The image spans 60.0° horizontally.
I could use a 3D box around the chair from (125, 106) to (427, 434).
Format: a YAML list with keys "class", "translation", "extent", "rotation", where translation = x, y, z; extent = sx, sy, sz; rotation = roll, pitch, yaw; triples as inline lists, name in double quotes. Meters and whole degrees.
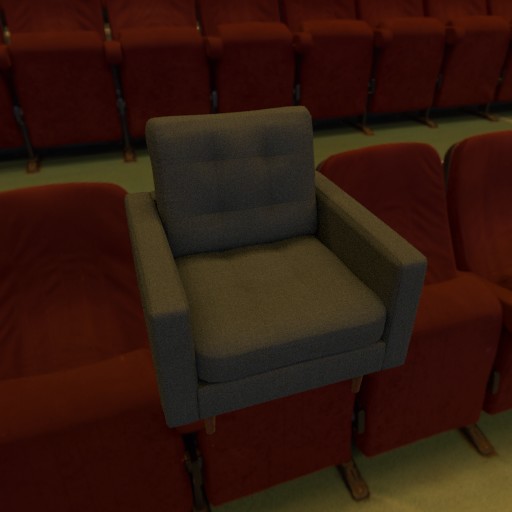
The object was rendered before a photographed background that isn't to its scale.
- class: "chair"
  translation: [0.000, 0.000, 1.572]
  extent: [0.821, 0.880, 0.843]
  rotation: [-10, 33, -16]
